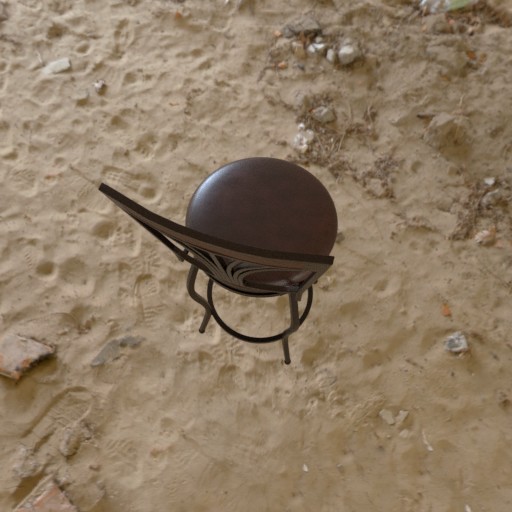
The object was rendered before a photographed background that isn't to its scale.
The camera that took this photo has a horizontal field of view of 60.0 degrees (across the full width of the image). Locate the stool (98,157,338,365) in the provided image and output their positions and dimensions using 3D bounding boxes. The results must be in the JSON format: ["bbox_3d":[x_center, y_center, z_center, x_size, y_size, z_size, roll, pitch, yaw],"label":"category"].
[{"bbox_3d":[0.000,0.000,1.349,0.433,1.117,0.514,18,65,9],"label":"stool"}]
